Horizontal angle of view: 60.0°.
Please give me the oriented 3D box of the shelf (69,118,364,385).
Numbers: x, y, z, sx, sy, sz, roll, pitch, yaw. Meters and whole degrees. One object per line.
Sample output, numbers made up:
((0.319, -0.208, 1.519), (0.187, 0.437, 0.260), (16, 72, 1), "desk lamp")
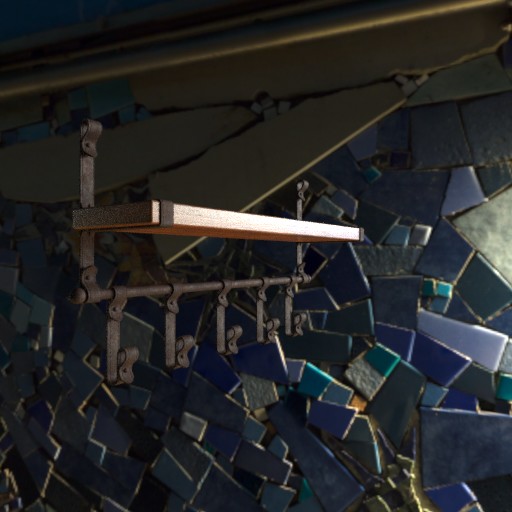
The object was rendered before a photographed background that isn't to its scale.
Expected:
((0.000, 0.000, 0.712), (0.146, 0.330, 0.567), (0, 0, 36), "shelf")
